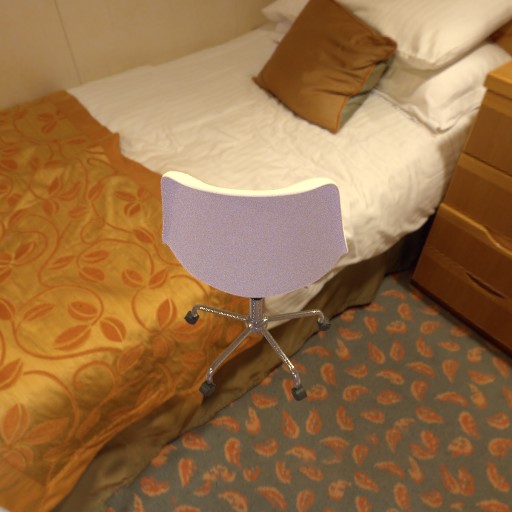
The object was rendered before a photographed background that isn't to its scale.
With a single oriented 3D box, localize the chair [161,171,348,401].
[{"bbox_3d":[0.000,0.000,1.280,0.550,0.930,0.550,3,48,3],"label":"chair"}]
